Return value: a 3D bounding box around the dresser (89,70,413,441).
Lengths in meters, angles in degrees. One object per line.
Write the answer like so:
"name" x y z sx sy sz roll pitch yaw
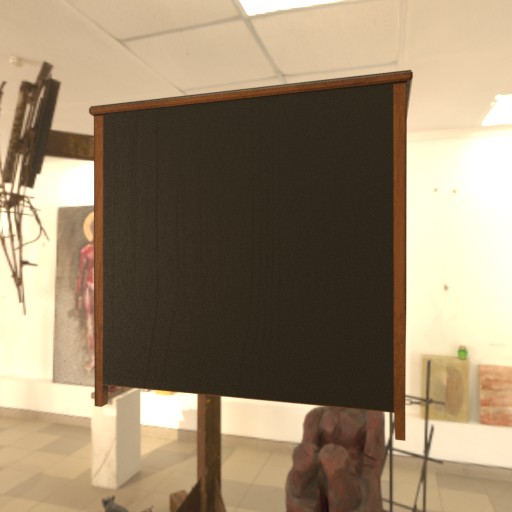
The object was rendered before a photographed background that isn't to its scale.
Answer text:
"dresser" 0.000 0.000 1.914 1.250 1.224 0.591 0 0 17
